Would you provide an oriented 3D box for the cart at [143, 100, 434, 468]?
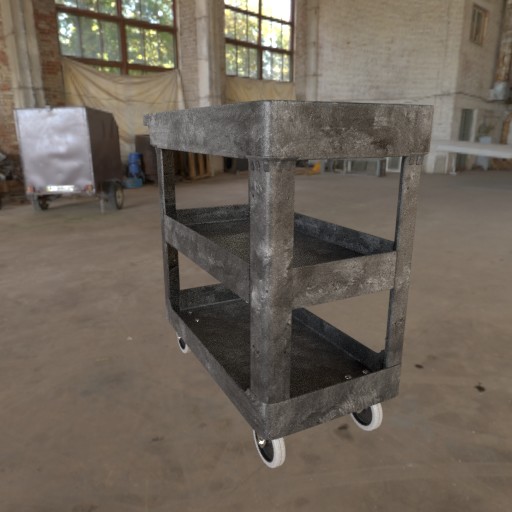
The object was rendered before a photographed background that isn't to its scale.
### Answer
[{"bbox_3d":[0.000,0.000,1.324,0.420,0.824,0.877,-8,18,-26],"label":"cart"}]
